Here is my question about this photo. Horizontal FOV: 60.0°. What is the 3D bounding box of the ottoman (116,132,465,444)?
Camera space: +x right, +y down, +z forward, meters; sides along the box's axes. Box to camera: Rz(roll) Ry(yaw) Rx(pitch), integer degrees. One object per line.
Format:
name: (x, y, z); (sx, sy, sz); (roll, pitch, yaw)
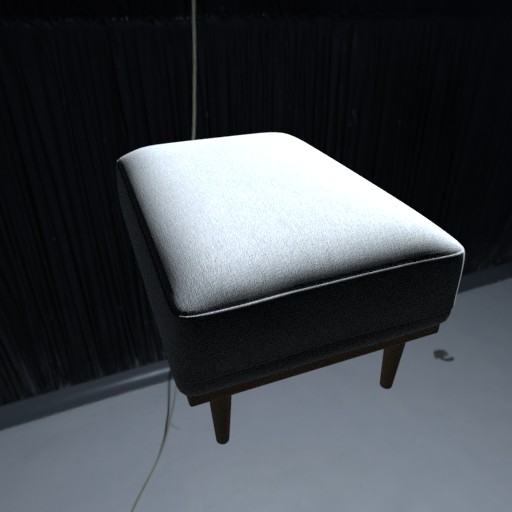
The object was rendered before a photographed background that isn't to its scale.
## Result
ottoman: (0.000, 0.000, 1.066); (0.549, 0.428, 0.749); (-11, 33, -18)
